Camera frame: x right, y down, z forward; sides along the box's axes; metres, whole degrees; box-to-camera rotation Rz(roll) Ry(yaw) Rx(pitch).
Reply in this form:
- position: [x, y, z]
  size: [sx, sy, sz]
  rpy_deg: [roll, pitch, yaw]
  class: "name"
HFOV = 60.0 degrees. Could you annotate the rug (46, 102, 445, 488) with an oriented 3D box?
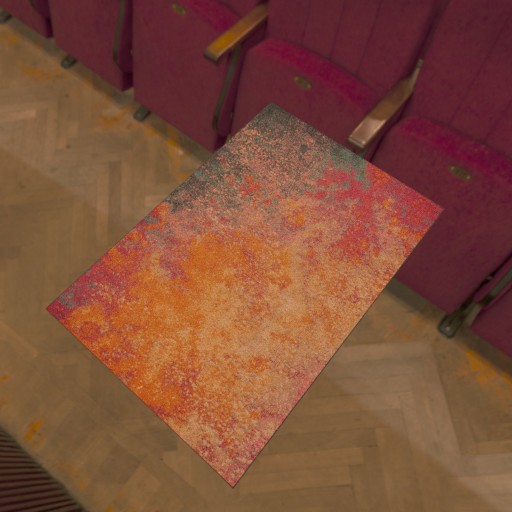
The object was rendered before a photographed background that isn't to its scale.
- position: [0.000, 0.000, 3.765]
  size: [2.007, 0.013, 2.896]
  rpy_deg: [37, 70, 16]
  class: "rug"
